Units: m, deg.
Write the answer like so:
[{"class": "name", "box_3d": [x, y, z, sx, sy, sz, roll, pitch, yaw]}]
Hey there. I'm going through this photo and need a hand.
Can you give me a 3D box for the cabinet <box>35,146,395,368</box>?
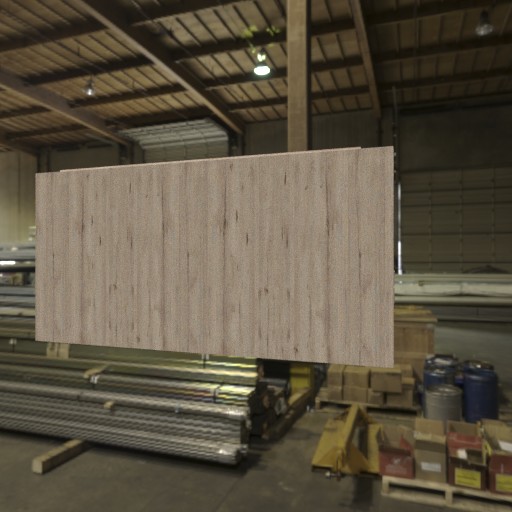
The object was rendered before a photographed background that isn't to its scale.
[{"class": "cabinet", "box_3d": [0.000, 0.000, 3.199, 1.950, 0.970, 2.080, 0, 0, 19]}]
